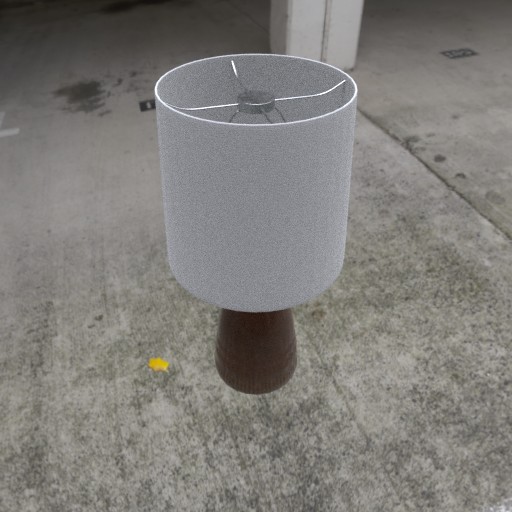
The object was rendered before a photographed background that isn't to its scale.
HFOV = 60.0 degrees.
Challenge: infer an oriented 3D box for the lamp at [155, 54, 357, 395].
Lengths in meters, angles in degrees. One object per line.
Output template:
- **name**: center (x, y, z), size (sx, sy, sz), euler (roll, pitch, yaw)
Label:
- **lamp**: center (0.000, 0.000, 0.482), size (0.186, 0.369, 0.186), euler (0, 40, 0)
